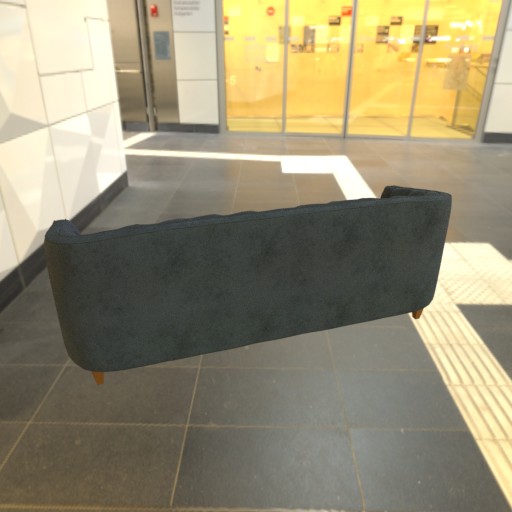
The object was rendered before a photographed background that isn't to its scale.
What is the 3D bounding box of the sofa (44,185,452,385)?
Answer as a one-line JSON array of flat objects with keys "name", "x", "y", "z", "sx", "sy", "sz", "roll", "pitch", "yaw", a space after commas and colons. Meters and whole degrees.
[{"name": "sofa", "x": 0.000, "y": 0.000, "z": 2.706, "sx": 2.278, "sy": 0.855, "sz": 0.941, "roll": -8, "pitch": 26, "yaw": -17}]
